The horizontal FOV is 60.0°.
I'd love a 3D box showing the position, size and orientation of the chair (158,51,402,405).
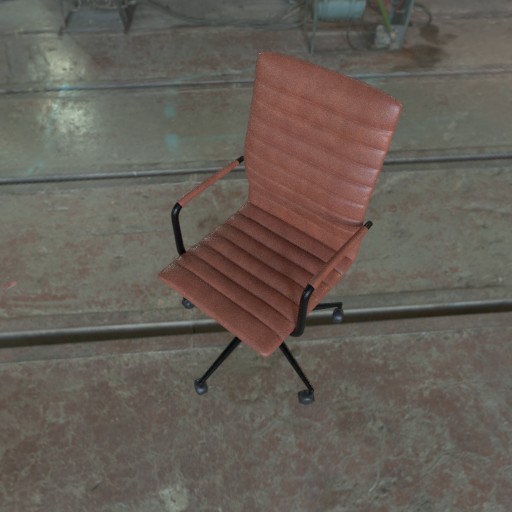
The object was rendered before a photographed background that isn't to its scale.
[{"bbox_3d":[0.000,0.000,1.255,0.600,0.878,0.578,32,56,25],"label":"chair"}]
